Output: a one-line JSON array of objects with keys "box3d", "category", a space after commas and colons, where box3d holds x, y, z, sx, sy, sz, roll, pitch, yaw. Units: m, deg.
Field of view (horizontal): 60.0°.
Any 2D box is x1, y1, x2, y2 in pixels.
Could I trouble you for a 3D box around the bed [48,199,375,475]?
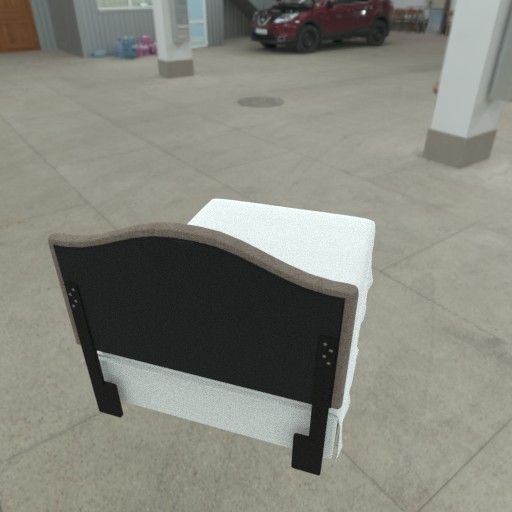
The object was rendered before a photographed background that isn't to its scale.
[{"box3d": [0.000, 0.000, 3.287, 1.713, 1.518, 2.153, 10, 33, 15], "category": "bed"}]
